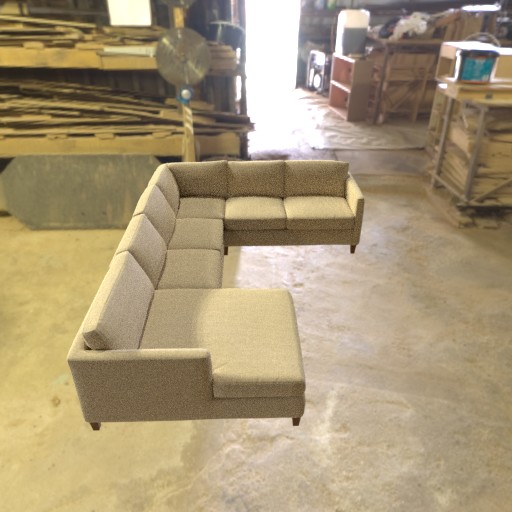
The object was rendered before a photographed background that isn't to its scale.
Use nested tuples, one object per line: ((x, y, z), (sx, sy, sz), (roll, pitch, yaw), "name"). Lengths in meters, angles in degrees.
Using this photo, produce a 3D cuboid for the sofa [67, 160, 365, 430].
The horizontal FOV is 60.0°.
((0.000, 0.000, 4.472), (2.594, 0.961, 3.460), (-1, 31, -1), "sofa")
